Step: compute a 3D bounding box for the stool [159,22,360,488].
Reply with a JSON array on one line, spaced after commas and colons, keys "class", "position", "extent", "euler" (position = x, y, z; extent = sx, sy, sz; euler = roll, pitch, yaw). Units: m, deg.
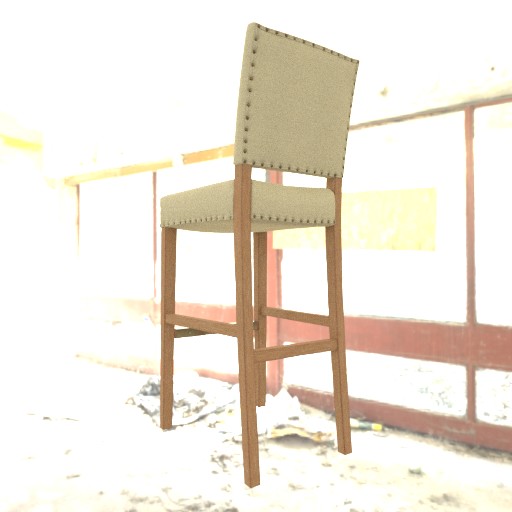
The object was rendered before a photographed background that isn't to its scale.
[{"class": "stool", "position": [0.000, 0.000, 1.384], "extent": [0.428, 1.143, 0.546], "euler": [0, -1, -34]}]
